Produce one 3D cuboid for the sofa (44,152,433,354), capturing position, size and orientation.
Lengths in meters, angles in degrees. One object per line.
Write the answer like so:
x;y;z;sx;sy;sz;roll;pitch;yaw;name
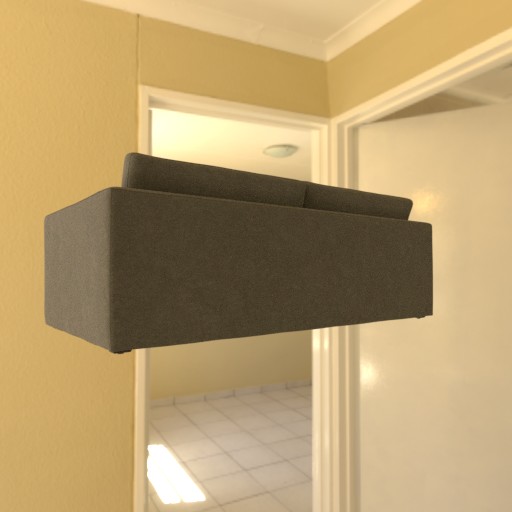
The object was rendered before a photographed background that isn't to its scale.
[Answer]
0.000;0.000;2.779;2.257;0.838;1.092;1;-2;-37;sofa
